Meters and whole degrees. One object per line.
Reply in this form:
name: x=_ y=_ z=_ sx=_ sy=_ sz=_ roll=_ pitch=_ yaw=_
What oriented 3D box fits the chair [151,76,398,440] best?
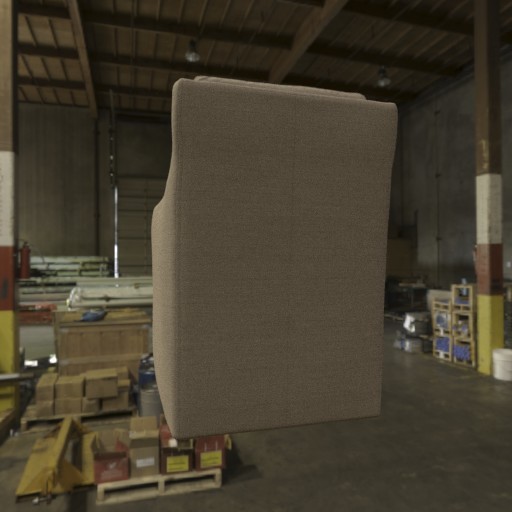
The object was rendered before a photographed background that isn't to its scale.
chair: x=0.000 y=0.000 z=1.408 sx=0.626 sy=0.914 sz=0.694 roll=0 pitch=-1 yaw=-17
